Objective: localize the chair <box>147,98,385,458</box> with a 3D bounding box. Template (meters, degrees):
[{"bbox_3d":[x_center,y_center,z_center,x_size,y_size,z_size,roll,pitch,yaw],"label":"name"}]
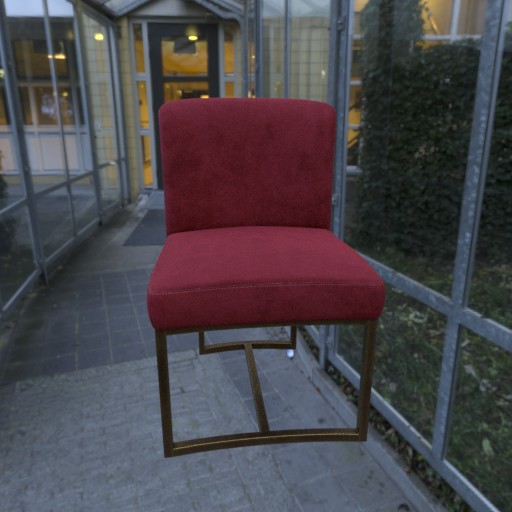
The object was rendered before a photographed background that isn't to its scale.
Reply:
[{"bbox_3d":[0.000,0.000,1.196,0.530,0.824,0.560,-2,17,-6],"label":"chair"}]
